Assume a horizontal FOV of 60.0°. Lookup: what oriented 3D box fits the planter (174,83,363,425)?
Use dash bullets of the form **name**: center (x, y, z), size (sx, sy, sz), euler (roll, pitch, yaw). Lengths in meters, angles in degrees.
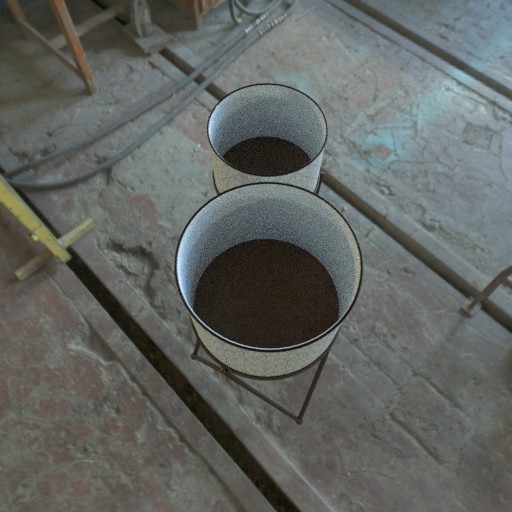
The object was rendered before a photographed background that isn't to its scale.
- **planter**: center (0.000, 0.000, 1.179), size (0.413, 0.712, 0.769), euler (1, 63, 0)
